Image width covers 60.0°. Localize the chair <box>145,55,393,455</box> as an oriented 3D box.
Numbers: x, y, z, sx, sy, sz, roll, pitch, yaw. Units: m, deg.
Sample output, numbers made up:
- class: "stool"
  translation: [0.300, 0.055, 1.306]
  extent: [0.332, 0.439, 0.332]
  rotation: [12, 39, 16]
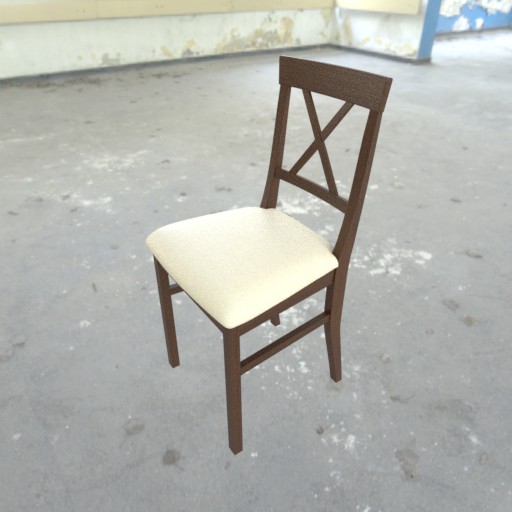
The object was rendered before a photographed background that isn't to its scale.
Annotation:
- class: "chair"
  translation: [0.000, 0.000, 1.190]
  extent: [0.480, 0.913, 0.440]
  rotation: [-20, 38, -29]
